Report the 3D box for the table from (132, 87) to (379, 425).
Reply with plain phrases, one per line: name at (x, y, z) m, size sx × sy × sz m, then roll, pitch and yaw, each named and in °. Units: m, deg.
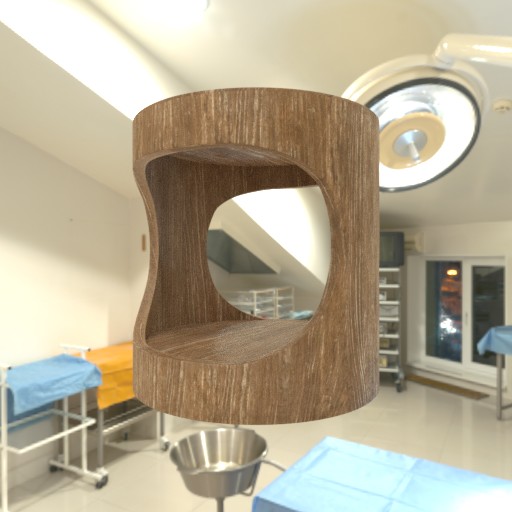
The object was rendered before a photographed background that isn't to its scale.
table at (0.000, 0.000, 0.983) m, size 0.527 × 0.551 × 0.527 m, roll 0°, pitch 0°, yaw 0°
